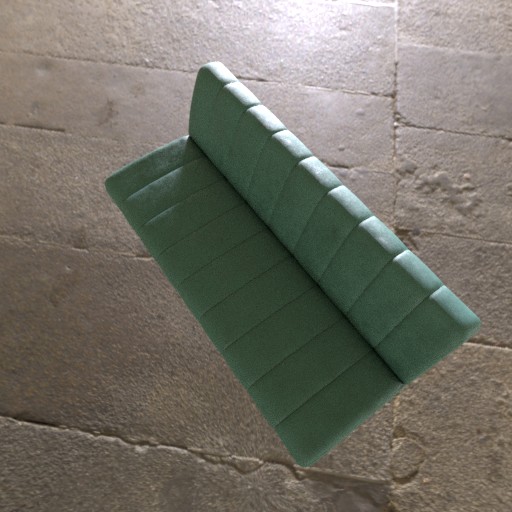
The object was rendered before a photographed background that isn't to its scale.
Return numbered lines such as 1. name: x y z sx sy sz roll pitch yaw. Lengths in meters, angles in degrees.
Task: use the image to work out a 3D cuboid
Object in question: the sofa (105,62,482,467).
1. sofa: 0.000 0.000 2.226 0.830 0.820 1.810 -33 67 -16
